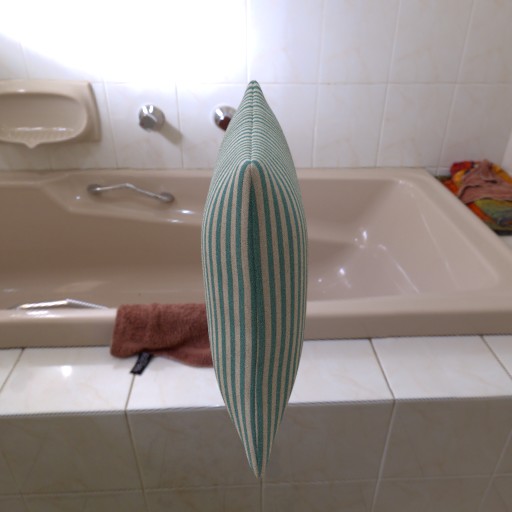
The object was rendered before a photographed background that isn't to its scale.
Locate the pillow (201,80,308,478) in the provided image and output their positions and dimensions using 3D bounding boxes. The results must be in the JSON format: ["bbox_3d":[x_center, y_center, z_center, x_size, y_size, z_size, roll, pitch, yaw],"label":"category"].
[{"bbox_3d":[0.000,0.000,0.787,0.166,0.510,0.523,0,30,0],"label":"pillow"}]
